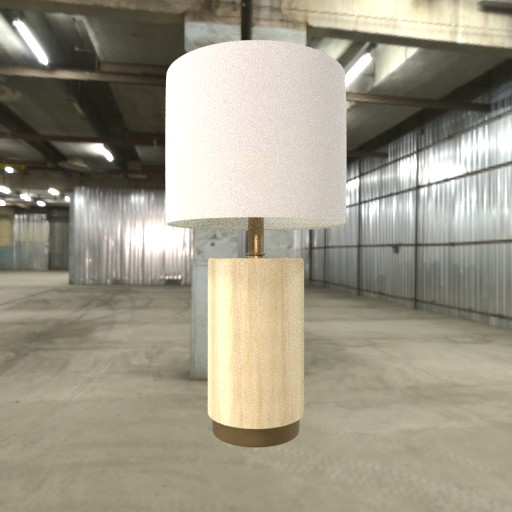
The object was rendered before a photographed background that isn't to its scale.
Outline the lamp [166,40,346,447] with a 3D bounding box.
[{"bbox_3d":[0.000,0.000,0.569,0.228,0.444,0.228,0,0,19],"label":"lamp"}]
